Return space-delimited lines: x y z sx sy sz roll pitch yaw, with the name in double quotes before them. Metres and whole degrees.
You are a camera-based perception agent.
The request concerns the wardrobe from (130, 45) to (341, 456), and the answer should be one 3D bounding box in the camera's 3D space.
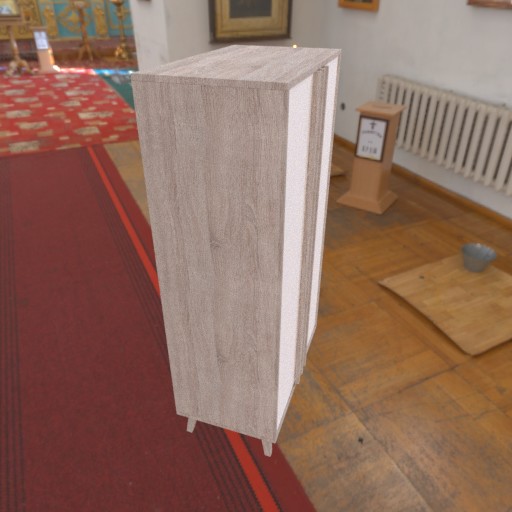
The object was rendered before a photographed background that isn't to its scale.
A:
"wardrobe" 0.000 0.000 2.396 0.600 1.960 1.000 10 32 16
